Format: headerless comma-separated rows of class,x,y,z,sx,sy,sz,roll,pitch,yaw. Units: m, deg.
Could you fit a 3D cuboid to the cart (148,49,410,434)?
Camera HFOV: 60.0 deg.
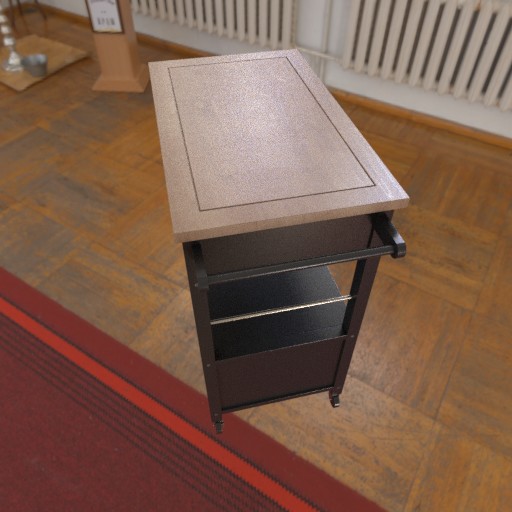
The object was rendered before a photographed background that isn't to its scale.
cart,0.000,0.000,1.377,0.459,0.901,0.840,-9,46,-9
